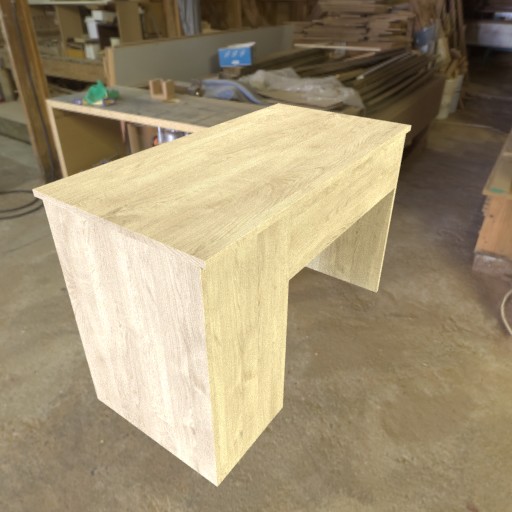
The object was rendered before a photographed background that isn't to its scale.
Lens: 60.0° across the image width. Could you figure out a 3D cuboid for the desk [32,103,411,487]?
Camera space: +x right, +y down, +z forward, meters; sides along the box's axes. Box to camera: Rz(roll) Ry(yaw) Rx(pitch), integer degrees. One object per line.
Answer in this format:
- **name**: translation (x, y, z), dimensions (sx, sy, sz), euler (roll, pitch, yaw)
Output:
- **desk**: translation (0.000, 0.000, 1.517), dimensions (0.560, 0.735, 1.097), euler (21, 37, 30)
